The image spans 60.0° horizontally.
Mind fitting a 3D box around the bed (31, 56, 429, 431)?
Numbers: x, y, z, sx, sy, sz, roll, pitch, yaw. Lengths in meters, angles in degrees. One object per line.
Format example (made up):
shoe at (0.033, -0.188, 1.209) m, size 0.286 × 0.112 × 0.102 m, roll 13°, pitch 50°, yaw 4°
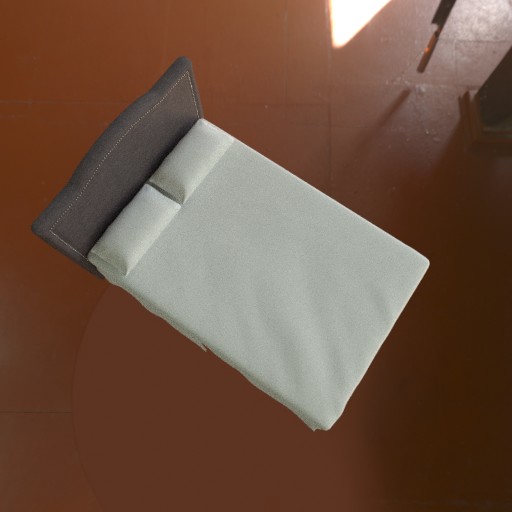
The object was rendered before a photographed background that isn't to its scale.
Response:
bed at (0.000, 0.000, 3.535) m, size 2.507 × 1.441 × 1.741 m, roll 34°, pitch 77°, yaw 9°
